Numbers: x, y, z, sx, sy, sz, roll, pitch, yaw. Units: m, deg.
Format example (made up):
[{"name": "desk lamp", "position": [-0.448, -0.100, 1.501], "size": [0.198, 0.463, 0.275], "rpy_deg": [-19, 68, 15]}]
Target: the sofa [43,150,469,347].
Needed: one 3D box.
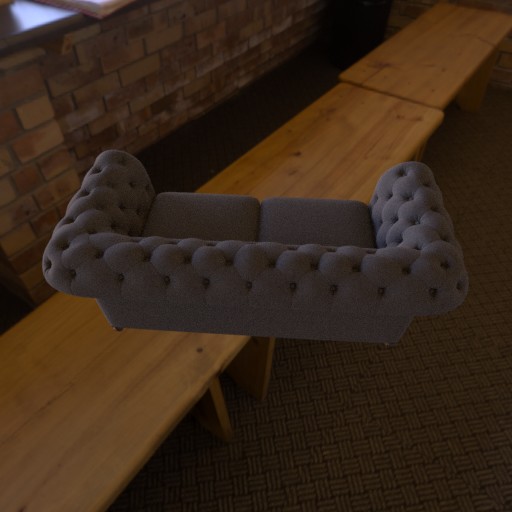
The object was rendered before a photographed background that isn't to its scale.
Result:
[{"name": "sofa", "position": [0.000, 0.000, 2.461], "size": [1.998, 0.764, 0.986], "rpy_deg": [3, 46, 3]}]
